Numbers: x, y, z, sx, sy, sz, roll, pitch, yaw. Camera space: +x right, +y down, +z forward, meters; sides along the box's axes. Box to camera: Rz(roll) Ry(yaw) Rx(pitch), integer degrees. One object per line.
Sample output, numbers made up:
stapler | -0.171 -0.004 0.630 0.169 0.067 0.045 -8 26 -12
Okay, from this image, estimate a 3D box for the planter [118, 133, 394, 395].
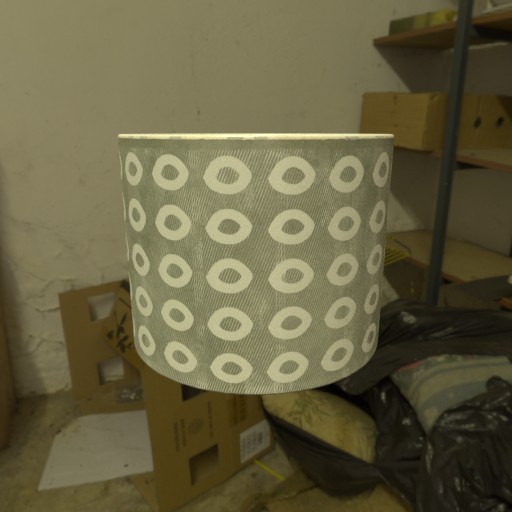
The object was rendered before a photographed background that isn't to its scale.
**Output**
planter | 0.000 0.000 0.342 0.190 0.181 0.190 0 16 0
